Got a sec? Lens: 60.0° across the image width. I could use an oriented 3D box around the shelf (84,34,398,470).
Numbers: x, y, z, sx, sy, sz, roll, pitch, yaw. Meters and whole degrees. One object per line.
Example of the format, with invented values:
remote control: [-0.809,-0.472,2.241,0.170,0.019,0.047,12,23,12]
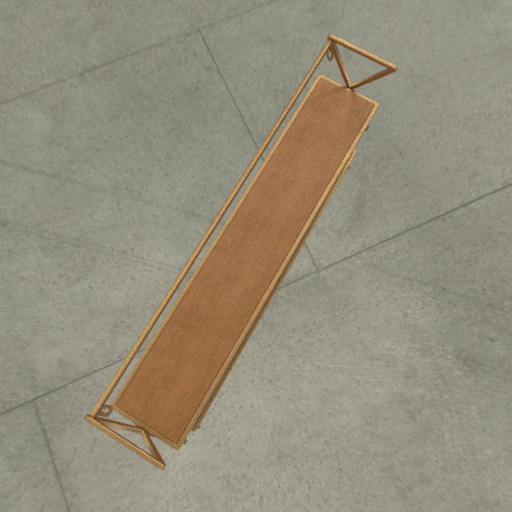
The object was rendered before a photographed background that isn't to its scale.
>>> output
shelf: [0.000,0.000,0.988,0.150,0.450,0.822,30,78,7]
